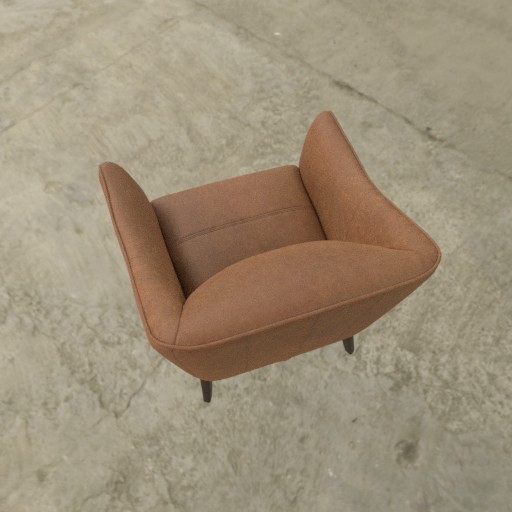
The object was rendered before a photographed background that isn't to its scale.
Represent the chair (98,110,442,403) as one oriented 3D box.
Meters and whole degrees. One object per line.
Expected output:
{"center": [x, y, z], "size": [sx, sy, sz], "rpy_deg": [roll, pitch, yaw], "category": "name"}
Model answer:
{"center": [0.000, 0.000, 1.525], "size": [0.871, 0.830, 0.852], "rpy_deg": [-16, 59, -10], "category": "chair"}
